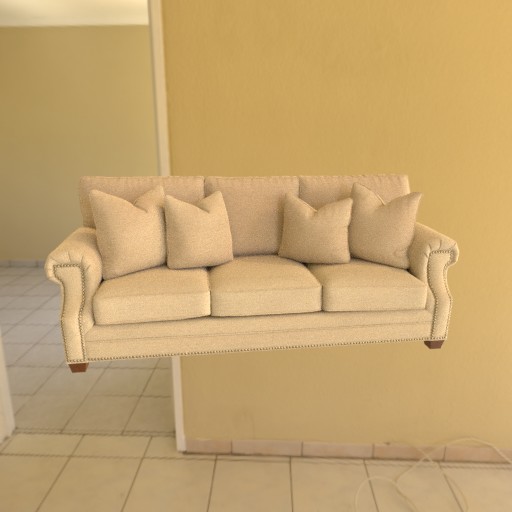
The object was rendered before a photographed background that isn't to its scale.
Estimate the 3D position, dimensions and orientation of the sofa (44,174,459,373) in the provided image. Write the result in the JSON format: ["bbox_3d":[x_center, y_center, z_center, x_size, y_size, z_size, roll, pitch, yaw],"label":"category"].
[{"bbox_3d":[0.000,0.000,2.789,2.312,0.975,0.965,-2,16,-7],"label":"sofa"}]
